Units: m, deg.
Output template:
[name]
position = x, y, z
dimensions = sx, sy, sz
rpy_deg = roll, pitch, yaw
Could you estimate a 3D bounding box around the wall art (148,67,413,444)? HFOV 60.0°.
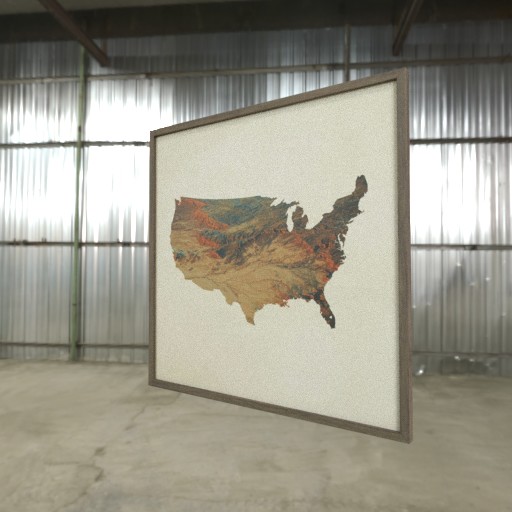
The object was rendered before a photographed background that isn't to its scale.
[wall art]
position = 0.000, 0.000, 0.746
dimensions = 0.508, 0.507, 0.016
rpy_deg = -1, -1, 35
